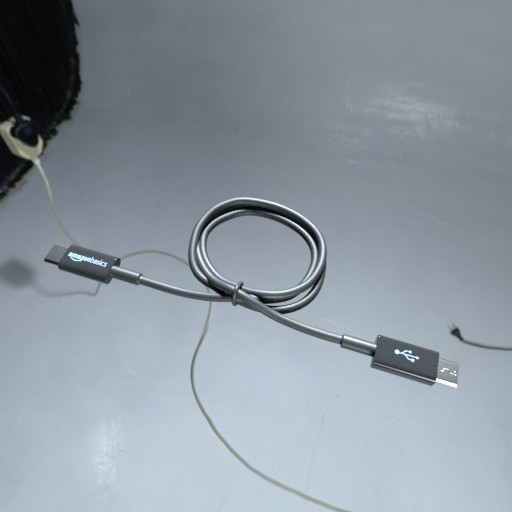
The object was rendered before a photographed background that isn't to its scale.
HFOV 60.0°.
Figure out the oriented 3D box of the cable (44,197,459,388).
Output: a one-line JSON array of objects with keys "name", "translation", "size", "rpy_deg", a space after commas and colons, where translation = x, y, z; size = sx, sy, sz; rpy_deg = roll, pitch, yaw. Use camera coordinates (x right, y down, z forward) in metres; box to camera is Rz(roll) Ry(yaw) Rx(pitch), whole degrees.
[{"name": "cable", "translation": [0.000, 0.000, 0.210], "size": [0.192, 0.014, 0.070], "rpy_deg": [15, 58, 10]}]
